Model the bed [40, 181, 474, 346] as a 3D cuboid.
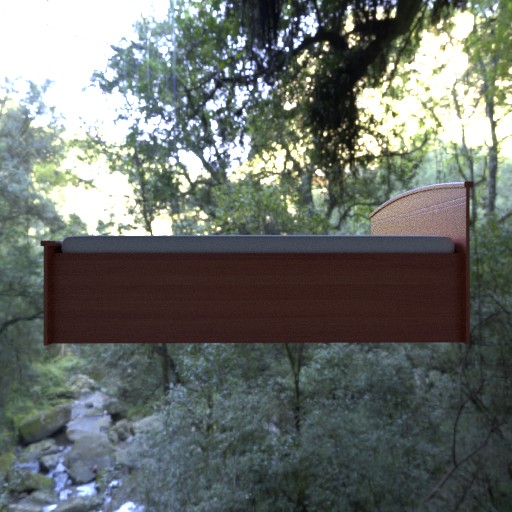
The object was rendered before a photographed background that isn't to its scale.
[{"bbox_3d":[0.000,0.000,2.942,2.053,0.848,1.683,0,0,-1],"label":"bed"}]
